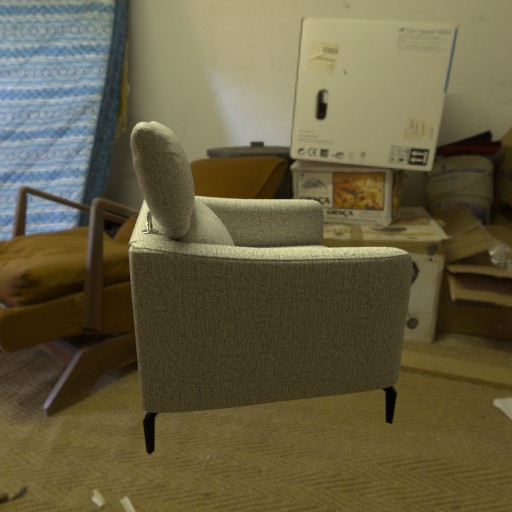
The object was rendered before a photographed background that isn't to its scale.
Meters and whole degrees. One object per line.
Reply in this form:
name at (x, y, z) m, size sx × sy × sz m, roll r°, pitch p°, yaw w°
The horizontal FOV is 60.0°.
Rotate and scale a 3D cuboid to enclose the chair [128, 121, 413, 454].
chair at (0.000, 0.000, 1.665) m, size 0.835 × 0.967 × 0.972 m, roll -3°, pitch 17°, yaw -10°
